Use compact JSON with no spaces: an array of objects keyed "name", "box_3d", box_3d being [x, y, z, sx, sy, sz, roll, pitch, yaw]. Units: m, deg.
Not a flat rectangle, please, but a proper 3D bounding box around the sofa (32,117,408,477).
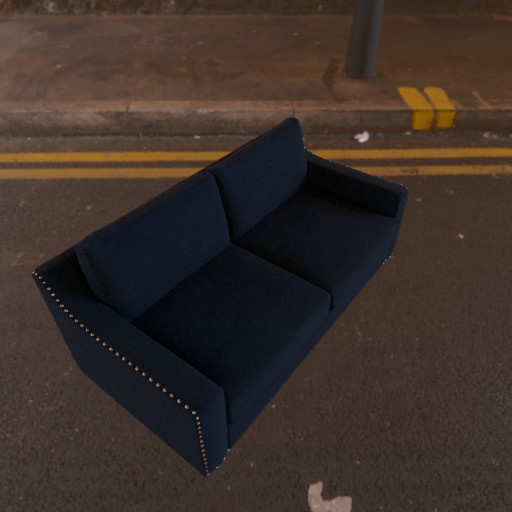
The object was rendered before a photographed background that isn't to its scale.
[{"name":"sofa","box_3d":[0.000,0.000,2.703,1.104,0.983,2.107,27,47,27]}]
